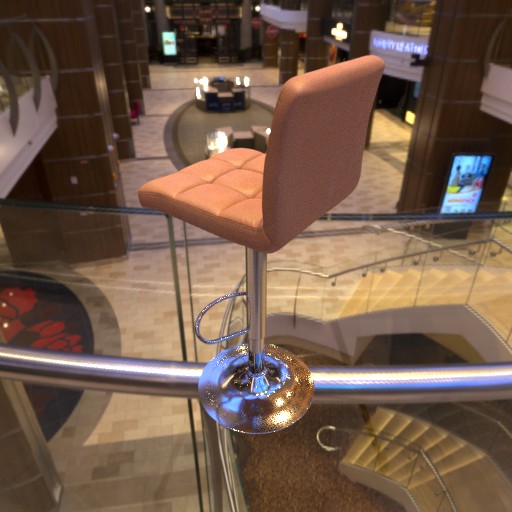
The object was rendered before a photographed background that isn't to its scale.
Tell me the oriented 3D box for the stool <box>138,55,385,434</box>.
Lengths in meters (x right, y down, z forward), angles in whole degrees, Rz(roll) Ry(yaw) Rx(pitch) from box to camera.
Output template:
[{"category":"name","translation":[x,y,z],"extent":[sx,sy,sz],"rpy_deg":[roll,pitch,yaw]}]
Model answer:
[{"category":"stool","translation":[0.000,0.000,1.337],"extent":[0.505,1.115,0.430],"rpy_deg":[21,37,29]}]
